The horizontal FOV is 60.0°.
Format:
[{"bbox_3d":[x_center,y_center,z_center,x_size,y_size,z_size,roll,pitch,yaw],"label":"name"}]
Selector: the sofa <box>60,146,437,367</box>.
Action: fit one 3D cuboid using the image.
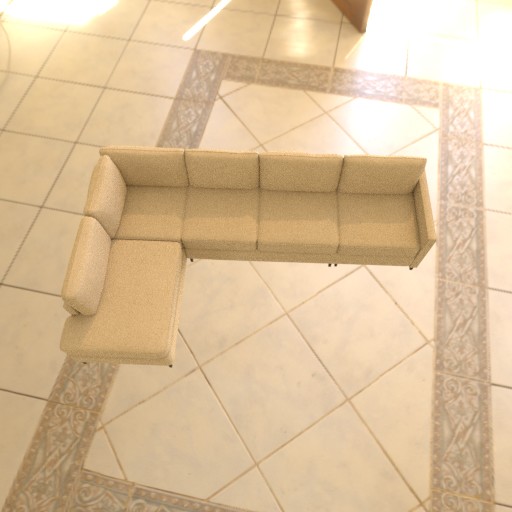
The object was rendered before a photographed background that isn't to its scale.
[{"bbox_3d":[0.000,0.000,4.329,3.384,0.996,2.048,2,63,1],"label":"sofa"}]
